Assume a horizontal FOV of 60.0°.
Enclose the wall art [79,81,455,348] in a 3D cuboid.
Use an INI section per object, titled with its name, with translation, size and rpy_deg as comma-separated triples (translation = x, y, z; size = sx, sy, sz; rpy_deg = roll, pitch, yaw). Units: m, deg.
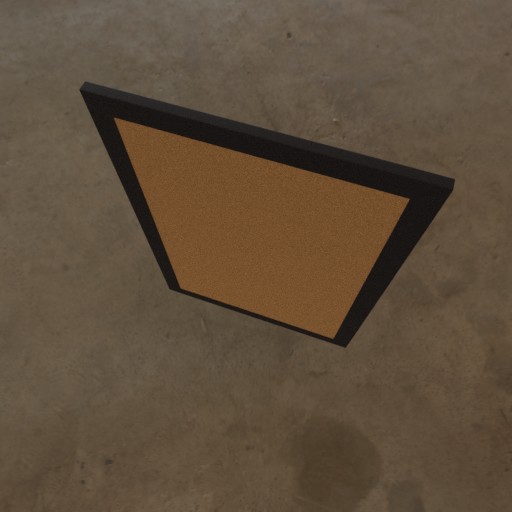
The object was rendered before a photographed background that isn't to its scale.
[wall art]
translation = 0.000, 0.000, 0.667
size = 0.380, 0.534, 0.013
rpy_deg = 17, 64, 9
